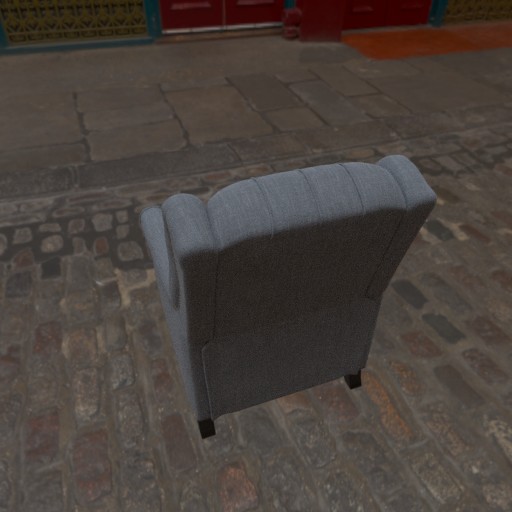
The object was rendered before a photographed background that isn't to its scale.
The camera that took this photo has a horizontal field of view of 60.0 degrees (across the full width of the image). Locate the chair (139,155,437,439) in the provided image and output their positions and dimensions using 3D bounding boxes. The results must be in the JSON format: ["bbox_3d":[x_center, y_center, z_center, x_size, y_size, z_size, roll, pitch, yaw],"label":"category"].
[{"bbox_3d":[0.000,0.000,1.630,0.742,1.035,0.898,-13,41,-15],"label":"chair"}]
